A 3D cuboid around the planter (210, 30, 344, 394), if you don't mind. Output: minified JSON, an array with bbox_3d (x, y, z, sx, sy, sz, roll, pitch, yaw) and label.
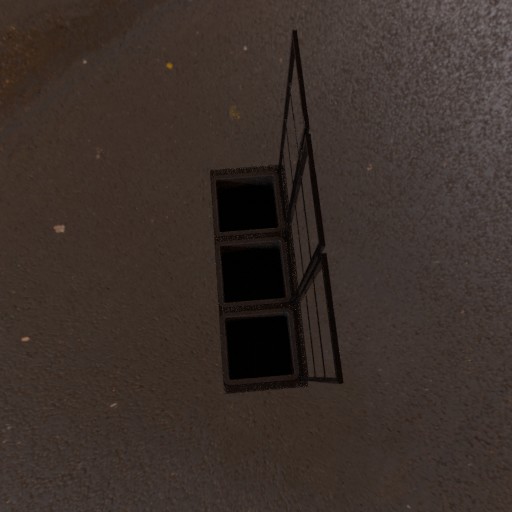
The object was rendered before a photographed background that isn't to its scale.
[{"bbox_3d":[0.000,0.000,1.179,0.244,0.841,0.698,-5,75,-1],"label":"planter"}]
